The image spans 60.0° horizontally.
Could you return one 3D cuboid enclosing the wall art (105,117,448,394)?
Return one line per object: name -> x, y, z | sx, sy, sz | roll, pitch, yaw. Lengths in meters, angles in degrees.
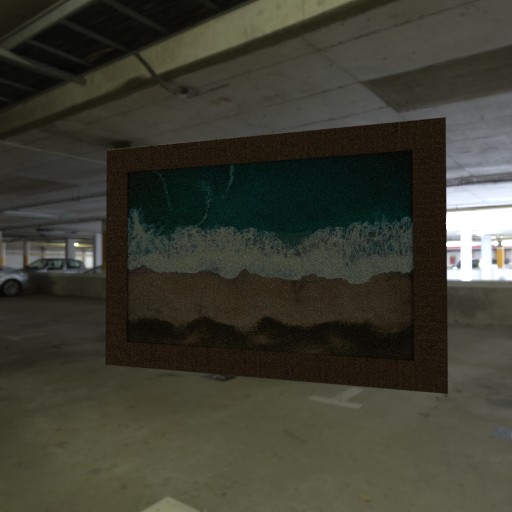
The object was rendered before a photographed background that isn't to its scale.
wall art -> 0.000, 0.000, 1.157 | 0.917, 0.626, 0.019 | 0, -1, 19
